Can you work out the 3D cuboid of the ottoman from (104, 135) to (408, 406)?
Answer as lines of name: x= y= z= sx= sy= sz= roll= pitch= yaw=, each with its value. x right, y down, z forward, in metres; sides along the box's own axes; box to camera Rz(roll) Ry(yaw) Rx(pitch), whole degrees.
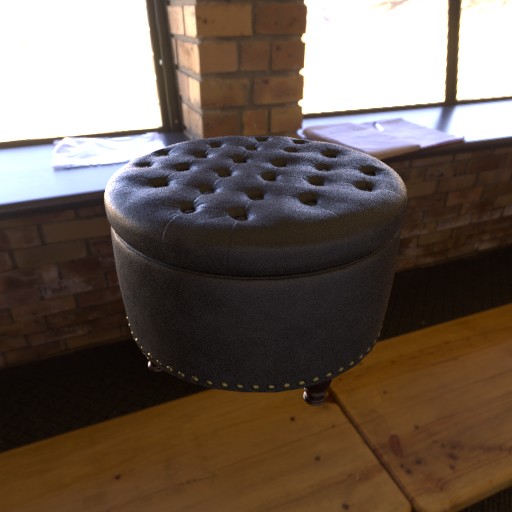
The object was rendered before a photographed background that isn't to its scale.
ottoman: x=0.000 y=0.000 z=1.058 sx=0.637 sy=0.442 sz=0.637 roll=0 pitch=29 yaw=0
